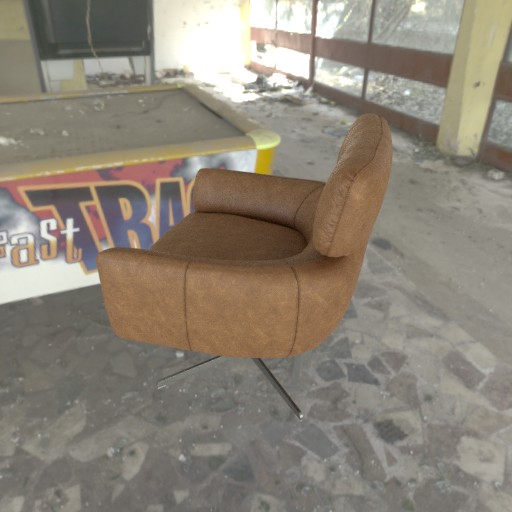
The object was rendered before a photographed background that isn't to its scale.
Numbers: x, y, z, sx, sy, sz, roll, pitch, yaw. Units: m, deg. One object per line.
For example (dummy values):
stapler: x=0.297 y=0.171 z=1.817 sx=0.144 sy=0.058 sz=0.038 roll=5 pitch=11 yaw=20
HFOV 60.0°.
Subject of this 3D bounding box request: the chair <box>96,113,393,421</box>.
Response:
chair: x=0.000 y=0.000 z=1.371 sx=0.715 sy=0.812 sz=0.706 roll=8 pitch=31 yaw=14
